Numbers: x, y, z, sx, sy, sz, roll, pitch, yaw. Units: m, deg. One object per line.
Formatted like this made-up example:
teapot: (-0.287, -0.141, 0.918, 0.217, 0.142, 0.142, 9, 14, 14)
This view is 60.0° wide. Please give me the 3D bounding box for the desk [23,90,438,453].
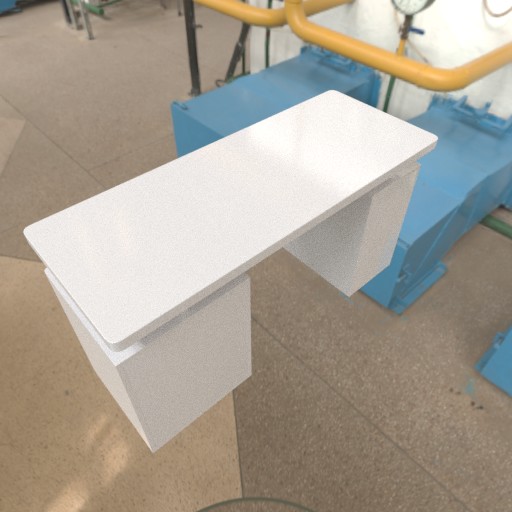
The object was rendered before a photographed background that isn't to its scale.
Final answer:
desk: (0.000, 0.000, 1.781, 1.400, 0.762, 0.550, -32, 54, -28)
